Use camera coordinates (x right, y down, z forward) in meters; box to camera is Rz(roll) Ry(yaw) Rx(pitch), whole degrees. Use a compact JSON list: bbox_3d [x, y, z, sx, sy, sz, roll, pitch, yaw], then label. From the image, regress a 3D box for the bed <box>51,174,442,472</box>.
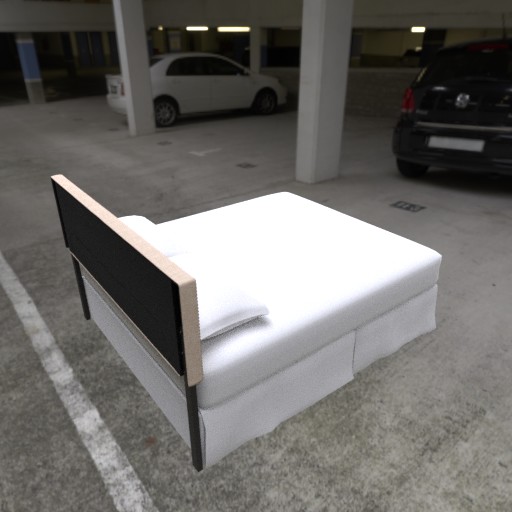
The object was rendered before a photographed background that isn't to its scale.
[{"bbox_3d":[0.000,0.000,2.820,1.876,1.016,1.616,-20,33,-33],"label":"bed"}]
